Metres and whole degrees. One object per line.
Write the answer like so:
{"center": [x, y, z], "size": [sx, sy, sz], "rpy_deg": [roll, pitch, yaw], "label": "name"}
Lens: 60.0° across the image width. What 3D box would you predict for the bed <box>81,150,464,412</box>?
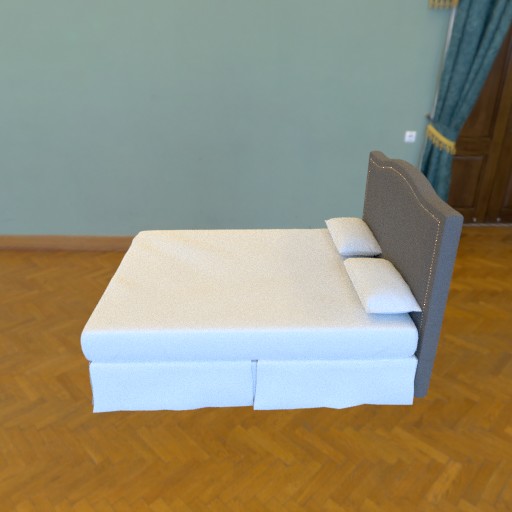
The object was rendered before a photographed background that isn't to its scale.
{"center": [0.000, 0.000, 3.467], "size": [2.282, 1.436, 1.821], "rpy_deg": [-1, 25, -1], "label": "bed"}
